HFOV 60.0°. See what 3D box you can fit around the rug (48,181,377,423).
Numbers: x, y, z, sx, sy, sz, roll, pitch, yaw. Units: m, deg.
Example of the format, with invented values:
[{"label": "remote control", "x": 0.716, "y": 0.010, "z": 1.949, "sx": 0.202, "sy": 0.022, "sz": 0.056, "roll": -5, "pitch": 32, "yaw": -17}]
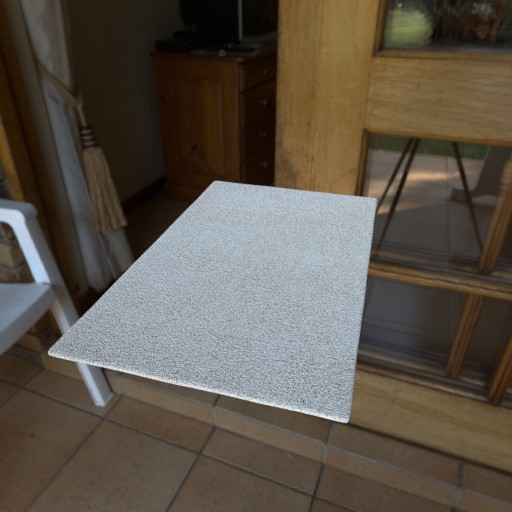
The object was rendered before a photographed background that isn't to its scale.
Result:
[{"label": "rug", "x": 0.000, "y": 0.000, "z": 3.080, "sx": 1.524, "sy": 0.030, "sz": 2.438, "roll": 8, "pitch": 32, "yaw": 14}]
